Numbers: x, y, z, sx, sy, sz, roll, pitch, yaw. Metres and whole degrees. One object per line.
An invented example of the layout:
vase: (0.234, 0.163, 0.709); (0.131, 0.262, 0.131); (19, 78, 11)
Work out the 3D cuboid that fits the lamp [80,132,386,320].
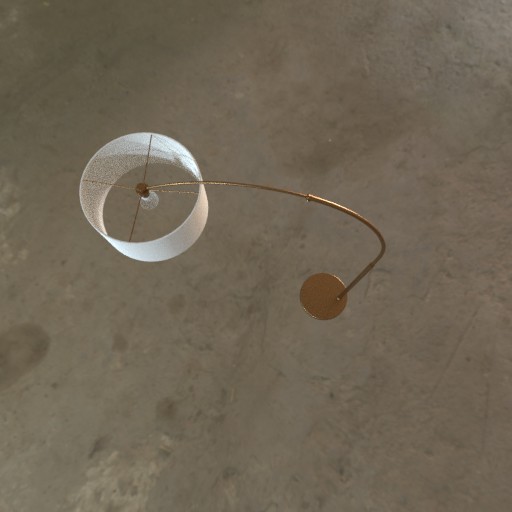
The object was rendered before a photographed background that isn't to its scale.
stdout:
lamp: (0.000, 0.000, 2.589); (1.434, 1.927, 0.493); (6, 74, 2)
